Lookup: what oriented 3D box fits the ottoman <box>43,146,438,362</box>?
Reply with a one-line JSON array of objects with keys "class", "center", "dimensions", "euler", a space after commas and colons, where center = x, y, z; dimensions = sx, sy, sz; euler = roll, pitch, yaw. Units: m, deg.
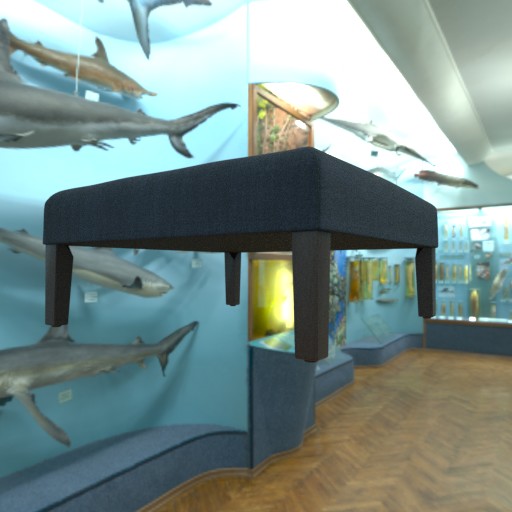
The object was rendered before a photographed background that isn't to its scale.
[{"class": "ottoman", "center": [0.000, 0.000, 1.381], "dimensions": [0.889, 0.411, 0.890], "euler": [-1, -2, 35]}]
